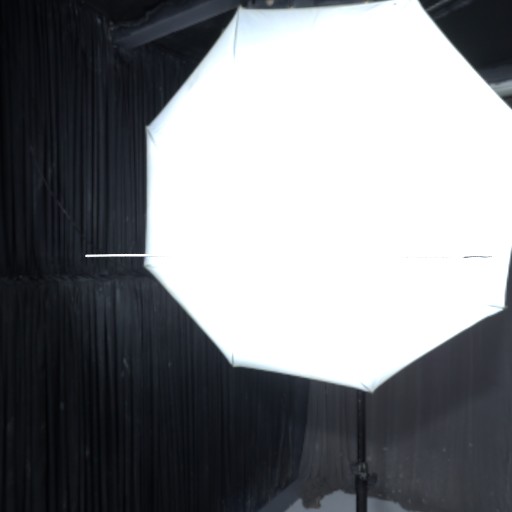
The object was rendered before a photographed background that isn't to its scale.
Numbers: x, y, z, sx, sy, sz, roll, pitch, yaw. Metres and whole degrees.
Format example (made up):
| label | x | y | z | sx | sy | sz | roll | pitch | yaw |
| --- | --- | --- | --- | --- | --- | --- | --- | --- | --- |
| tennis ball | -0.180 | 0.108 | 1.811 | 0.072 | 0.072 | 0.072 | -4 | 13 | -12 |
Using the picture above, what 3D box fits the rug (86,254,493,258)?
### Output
| label | x | y | z | sx | sy | sz | roll | pitch | yaw |
| --- | --- | --- | --- | --- | --- | --- | --- | --- | --- |
| rug | 0.000 | 0.000 | 2.374 | 2.182 | 0.015 | 0.645 | 0 | 0 | 36 |
